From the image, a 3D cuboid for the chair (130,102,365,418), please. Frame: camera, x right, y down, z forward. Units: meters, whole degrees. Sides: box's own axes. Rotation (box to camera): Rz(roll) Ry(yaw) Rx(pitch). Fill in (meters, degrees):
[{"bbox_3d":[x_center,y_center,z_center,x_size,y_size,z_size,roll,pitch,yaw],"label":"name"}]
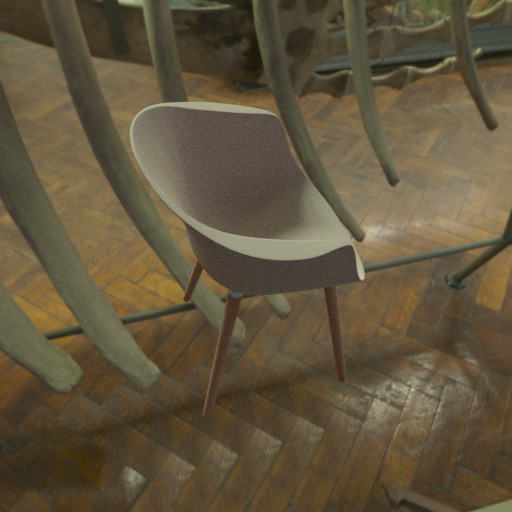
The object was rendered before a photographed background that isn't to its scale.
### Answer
[{"bbox_3d":[0.000,0.000,1.182,0.504,0.781,0.593,-10,47,-10],"label":"chair"}]
